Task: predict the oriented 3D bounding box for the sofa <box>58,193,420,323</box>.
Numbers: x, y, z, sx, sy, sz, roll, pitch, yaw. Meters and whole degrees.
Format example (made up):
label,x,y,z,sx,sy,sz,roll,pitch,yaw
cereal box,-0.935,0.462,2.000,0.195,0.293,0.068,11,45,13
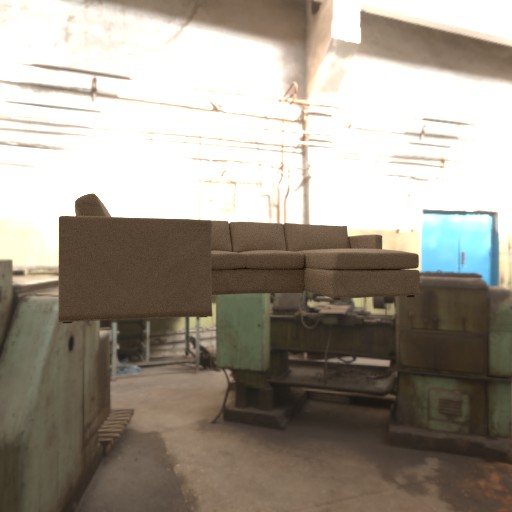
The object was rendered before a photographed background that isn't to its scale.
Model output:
label,x,y,z,sx,sy,sz,roll,pitch,yaw
sofa,0.000,0.000,4.511,3.460,0.882,2.427,0,0,-18
